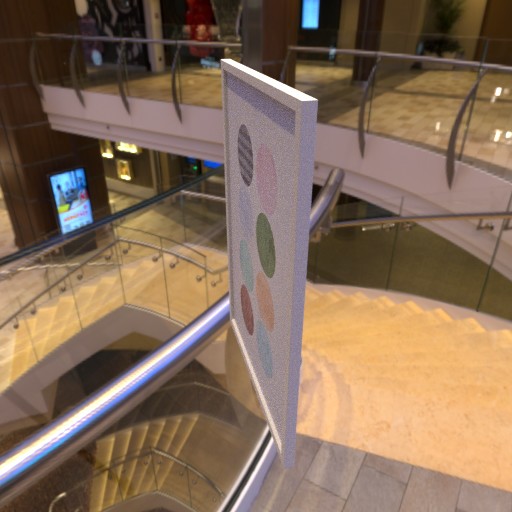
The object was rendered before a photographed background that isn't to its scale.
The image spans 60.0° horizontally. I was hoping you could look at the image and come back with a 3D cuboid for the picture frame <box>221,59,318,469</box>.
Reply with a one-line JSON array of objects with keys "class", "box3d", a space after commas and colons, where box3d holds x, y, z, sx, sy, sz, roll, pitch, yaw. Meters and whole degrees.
[{"class": "picture frame", "box3d": [0.000, 0.000, 0.567, 0.013, 0.434, 0.305, -8, 30, -13]}]
